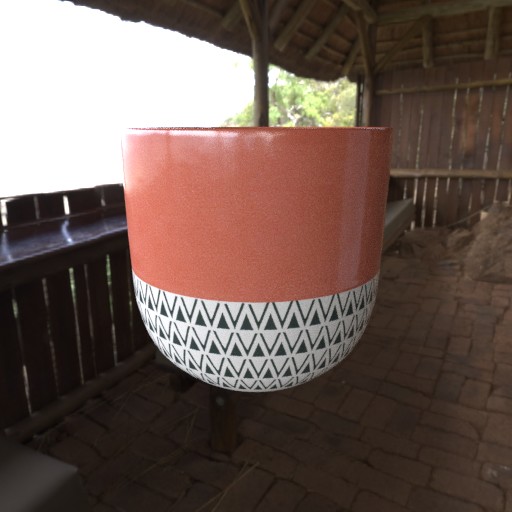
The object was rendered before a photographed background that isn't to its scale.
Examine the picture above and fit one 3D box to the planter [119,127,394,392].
[{"bbox_3d":[0.000,0.000,0.484,0.266,0.270,0.266,0,16,0],"label":"planter"}]
